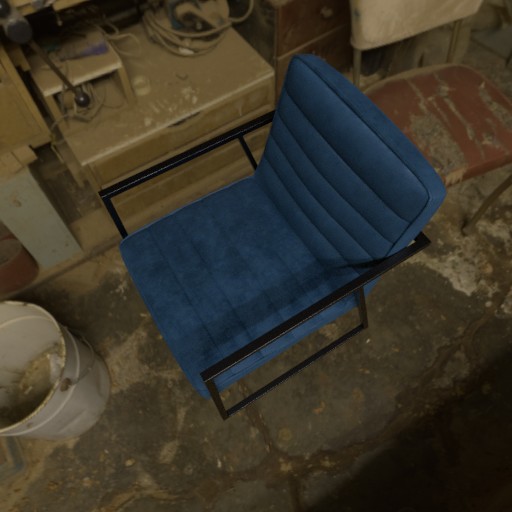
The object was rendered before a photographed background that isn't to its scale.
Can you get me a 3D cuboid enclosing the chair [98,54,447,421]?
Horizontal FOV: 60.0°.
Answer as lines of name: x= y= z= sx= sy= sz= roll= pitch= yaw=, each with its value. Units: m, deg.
chair: x=0.000 y=0.000 z=1.290 sx=0.677 sy=0.833 sz=0.571 roll=-29 pitch=66 yaw=-14
